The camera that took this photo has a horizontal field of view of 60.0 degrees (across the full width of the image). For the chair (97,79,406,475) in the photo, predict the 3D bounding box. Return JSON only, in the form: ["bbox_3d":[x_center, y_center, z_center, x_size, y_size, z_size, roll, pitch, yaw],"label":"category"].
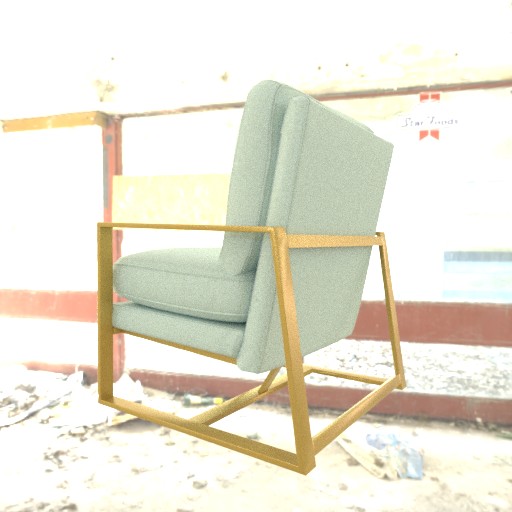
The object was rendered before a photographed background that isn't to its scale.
[{"bbox_3d":[0.000,0.000,1.526,0.813,0.956,0.758,1,2,35],"label":"chair"}]
